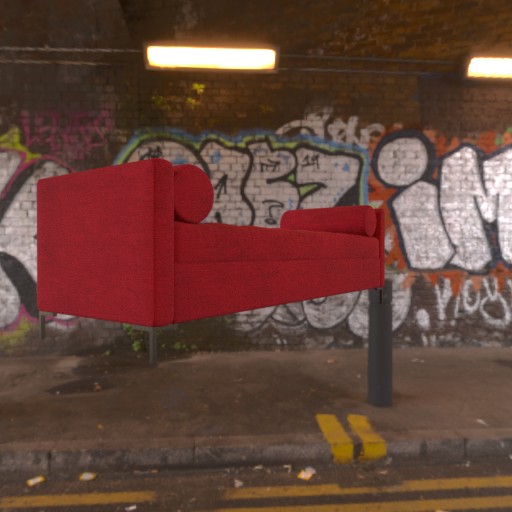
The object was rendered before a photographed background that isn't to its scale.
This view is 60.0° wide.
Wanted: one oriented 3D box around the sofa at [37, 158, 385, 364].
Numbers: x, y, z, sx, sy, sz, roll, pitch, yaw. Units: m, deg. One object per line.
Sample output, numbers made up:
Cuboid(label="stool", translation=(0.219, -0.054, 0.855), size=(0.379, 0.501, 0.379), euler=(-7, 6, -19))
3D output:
Cuboid(label="sofa", translation=(0.000, 0.000, 2.322), size=(0.686, 0.635, 1.981), euler=(0, 1, 36))
